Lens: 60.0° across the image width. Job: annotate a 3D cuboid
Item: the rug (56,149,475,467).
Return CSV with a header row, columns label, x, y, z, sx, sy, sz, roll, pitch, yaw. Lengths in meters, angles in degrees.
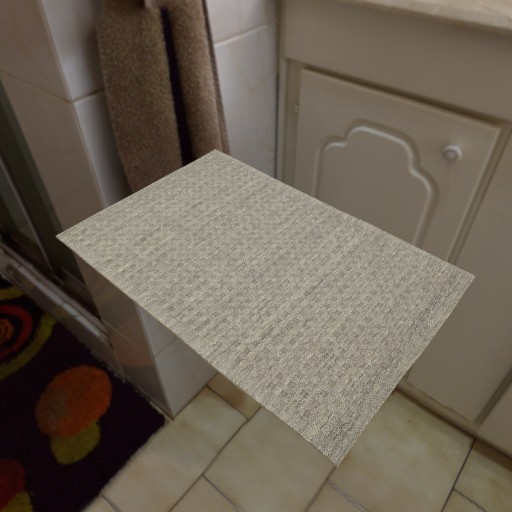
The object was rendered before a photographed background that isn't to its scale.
label,x,y,z,sx,sy,sz,roll,pitch,yaw
rug,0.000,0.000,2.880,2.297,0.018,1.532,31,52,29
